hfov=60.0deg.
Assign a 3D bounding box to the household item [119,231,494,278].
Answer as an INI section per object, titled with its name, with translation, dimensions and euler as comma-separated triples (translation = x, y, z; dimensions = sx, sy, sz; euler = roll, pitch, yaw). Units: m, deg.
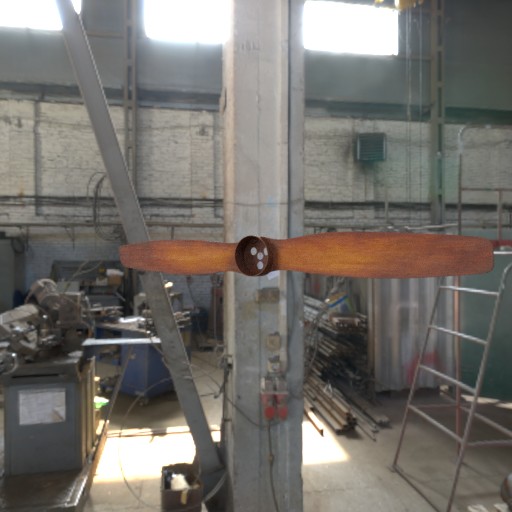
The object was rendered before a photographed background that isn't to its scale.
[household item]
translation = 0.000, 0.000, 1.239
dimensions = 1.181, 0.121, 0.051
euler = 0, 0, 35
